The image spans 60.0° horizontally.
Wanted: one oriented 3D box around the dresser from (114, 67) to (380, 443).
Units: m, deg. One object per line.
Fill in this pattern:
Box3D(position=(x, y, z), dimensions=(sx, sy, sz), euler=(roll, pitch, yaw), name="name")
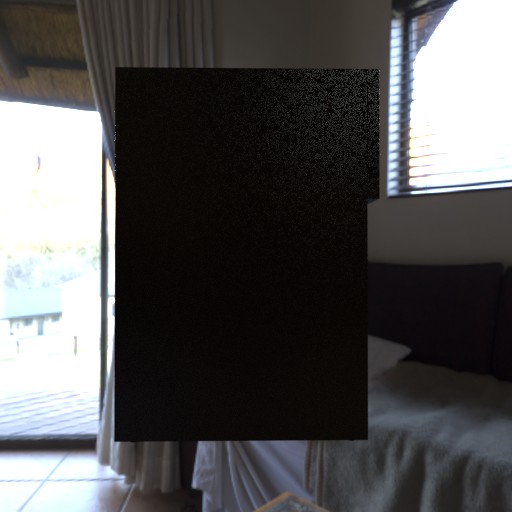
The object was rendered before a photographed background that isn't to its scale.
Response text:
Box3D(position=(0.000, 0.000, 0.756), dimensions=(0.360, 0.470, 0.400), euler=(0, -1, -1), name="dresser")
